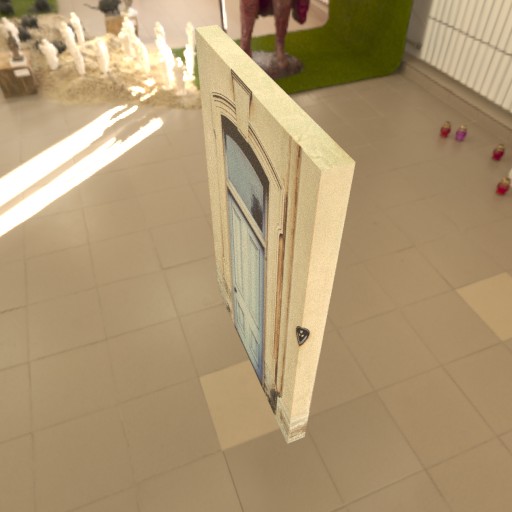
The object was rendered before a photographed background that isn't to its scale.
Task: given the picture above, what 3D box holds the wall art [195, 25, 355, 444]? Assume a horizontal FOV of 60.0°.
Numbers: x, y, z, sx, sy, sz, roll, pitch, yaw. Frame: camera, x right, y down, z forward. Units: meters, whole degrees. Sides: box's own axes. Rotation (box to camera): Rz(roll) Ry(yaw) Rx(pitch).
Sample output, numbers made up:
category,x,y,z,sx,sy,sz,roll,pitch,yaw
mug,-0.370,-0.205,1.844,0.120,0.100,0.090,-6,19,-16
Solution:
category,x,y,z,sx,sy,sz,roll,pitch,yaw
wall art,0.000,0.000,0.752,0.036,0.607,0.403,-16,47,-15
